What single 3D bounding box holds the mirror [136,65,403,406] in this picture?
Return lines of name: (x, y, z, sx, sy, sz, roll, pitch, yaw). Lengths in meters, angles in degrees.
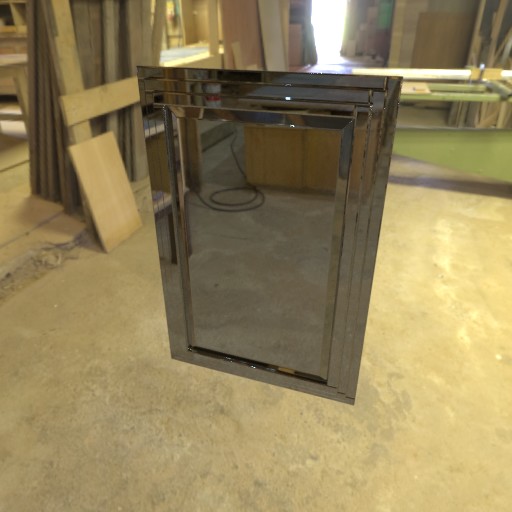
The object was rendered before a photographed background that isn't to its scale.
mirror: (0.000, 0.000, 1.181, 0.613, 0.914, 0.039, 10, 30, 17)
